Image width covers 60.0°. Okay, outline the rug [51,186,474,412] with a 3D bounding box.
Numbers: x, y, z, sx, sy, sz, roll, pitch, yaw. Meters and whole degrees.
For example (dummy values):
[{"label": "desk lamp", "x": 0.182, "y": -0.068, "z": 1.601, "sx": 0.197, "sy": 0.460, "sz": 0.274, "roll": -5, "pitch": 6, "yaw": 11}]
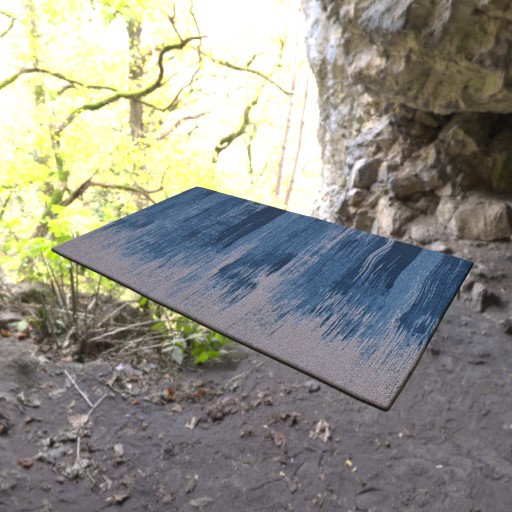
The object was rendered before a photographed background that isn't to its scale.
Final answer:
[{"label": "rug", "x": 0.000, "y": 0.000, "z": 2.994, "sx": 2.450, "sy": 0.027, "sz": 1.540, "roll": 19, "pitch": 35, "yaw": 31}]
